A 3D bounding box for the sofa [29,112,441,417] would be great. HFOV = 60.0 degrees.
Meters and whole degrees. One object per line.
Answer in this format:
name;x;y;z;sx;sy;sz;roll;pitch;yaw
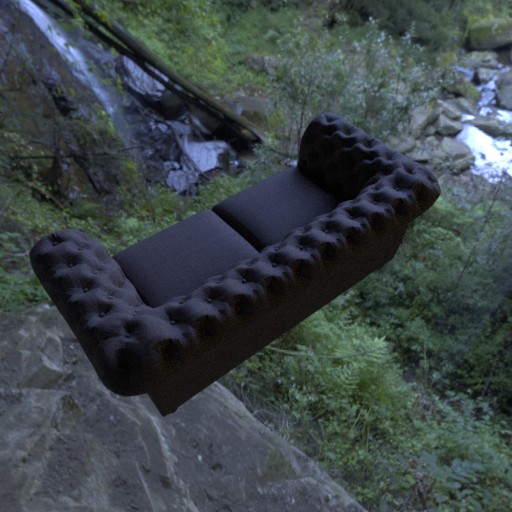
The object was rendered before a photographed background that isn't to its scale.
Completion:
sofa;0.000;0.000;2.487;2.048;0.780;0.944;-30;54;-25
